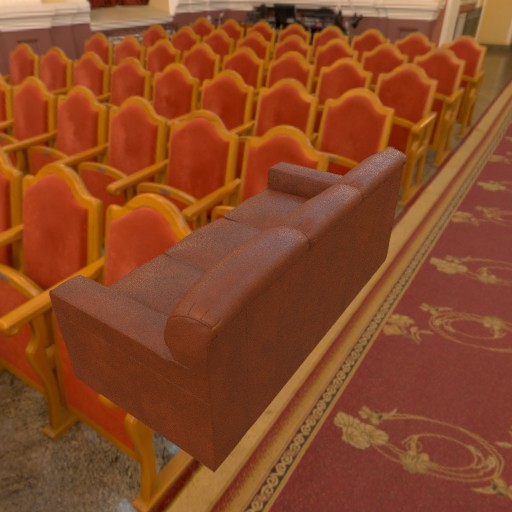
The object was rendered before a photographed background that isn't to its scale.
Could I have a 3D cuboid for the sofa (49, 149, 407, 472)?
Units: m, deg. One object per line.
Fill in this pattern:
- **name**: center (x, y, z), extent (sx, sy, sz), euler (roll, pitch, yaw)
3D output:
- **sofa**: center (0.000, 0.000, 2.568), extent (1.008, 0.953, 2.039), euler (20, 37, 28)
